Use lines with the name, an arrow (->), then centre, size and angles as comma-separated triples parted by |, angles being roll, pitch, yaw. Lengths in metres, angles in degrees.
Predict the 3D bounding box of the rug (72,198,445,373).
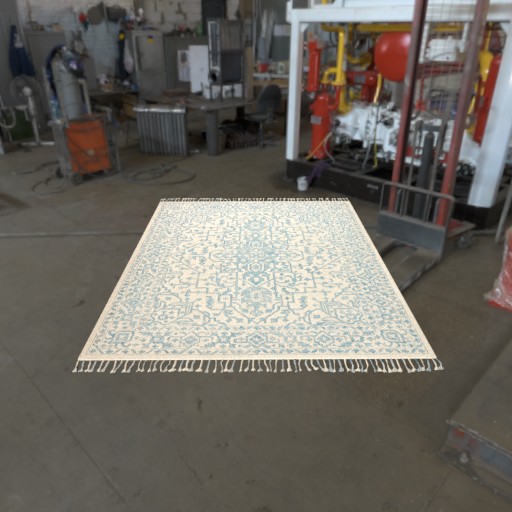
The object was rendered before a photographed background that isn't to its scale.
rug -> 0.000, 0.000, 4.359 | 2.464, 0.010, 3.327 | 0, 27, 0
